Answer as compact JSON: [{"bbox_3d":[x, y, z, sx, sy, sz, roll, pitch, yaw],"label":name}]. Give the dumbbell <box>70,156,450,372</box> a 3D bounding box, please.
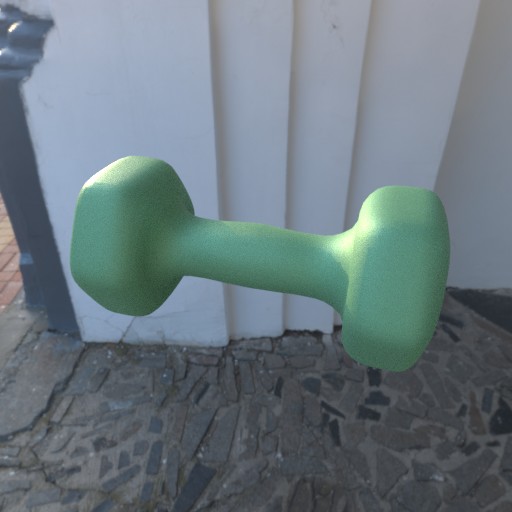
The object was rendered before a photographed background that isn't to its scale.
[{"bbox_3d":[0.000,0.000,0.329,0.260,0.117,0.129,10,34,15],"label":"dumbbell"}]
